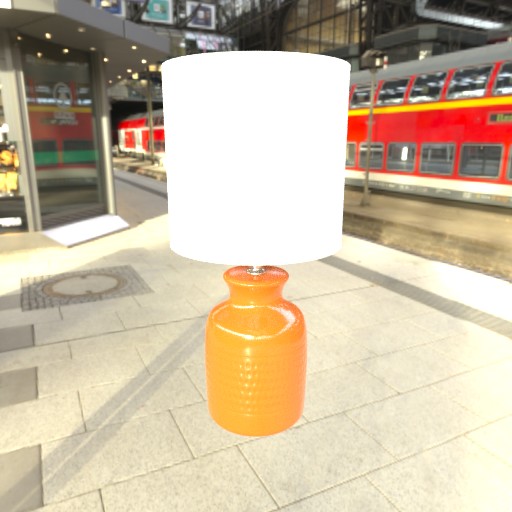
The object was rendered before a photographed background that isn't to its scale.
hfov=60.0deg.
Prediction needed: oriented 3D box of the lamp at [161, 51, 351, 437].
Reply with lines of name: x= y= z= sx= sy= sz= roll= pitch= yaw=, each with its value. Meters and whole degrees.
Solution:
lamp: x=0.000 y=0.000 z=1.108 sx=0.418 sy=0.871 sz=0.418 roll=-8 pitch=17 yaw=-27
